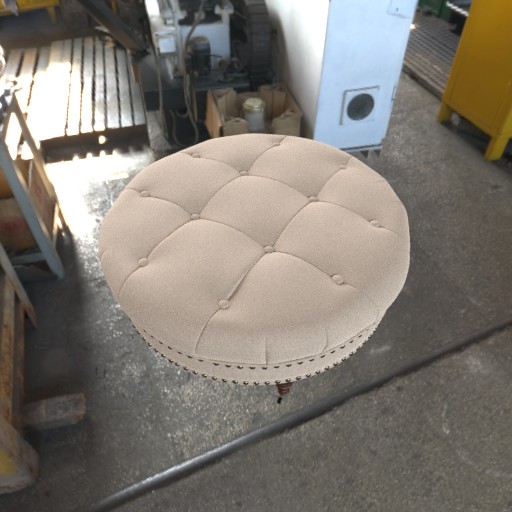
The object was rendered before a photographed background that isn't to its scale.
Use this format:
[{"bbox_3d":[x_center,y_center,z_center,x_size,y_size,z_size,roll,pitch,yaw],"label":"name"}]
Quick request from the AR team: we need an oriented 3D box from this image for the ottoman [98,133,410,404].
[{"bbox_3d":[0.000,0.000,1.397,0.901,0.439,0.901,0,45,0],"label":"ottoman"}]
